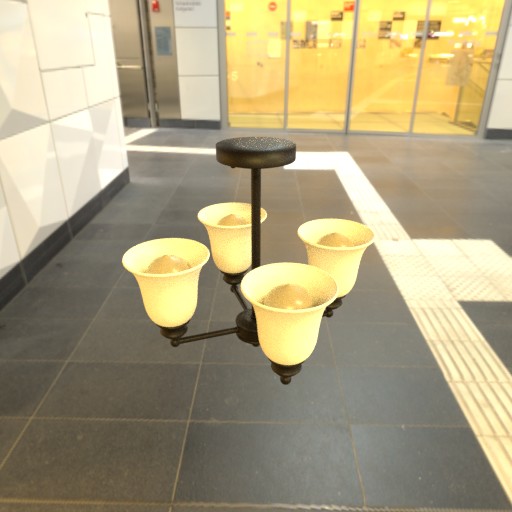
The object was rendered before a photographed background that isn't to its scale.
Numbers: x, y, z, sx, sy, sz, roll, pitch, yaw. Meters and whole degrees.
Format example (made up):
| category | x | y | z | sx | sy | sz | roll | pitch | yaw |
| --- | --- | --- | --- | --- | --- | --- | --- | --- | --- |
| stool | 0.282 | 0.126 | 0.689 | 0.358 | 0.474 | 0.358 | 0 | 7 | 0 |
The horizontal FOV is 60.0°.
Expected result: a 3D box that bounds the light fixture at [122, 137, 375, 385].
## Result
| category | x | y | z | sx | sy | sz | roll | pitch | yaw |
| --- | --- | --- | --- | --- | --- | --- | --- | --- | --- |
| light fixture | 0.000 | 0.000 | 1.856 | 1.069 | 0.925 | 1.069 | -8 | 27 | -16 |
